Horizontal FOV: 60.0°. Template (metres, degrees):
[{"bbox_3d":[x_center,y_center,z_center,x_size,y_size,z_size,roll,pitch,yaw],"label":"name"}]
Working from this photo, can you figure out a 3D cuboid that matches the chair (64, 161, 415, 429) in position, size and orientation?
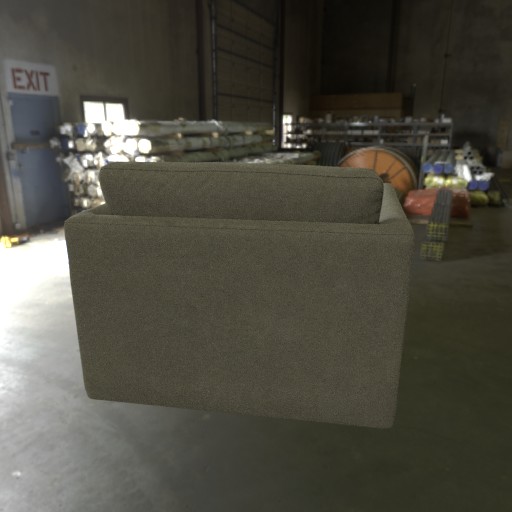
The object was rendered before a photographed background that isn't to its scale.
[{"bbox_3d":[0.000,0.000,1.838,1.190,0.845,1.091,3,17,9],"label":"chair"}]
